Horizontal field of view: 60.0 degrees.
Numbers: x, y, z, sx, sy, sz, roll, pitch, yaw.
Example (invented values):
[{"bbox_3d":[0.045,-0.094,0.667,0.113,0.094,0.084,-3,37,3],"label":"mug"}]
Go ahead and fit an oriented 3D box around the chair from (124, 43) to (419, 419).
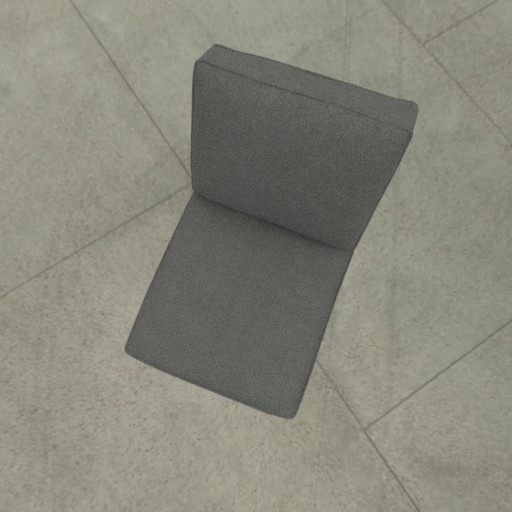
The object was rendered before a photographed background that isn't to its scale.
[{"bbox_3d":[0.000,0.000,1.516,0.621,0.970,0.938,20,76,5],"label":"chair"}]
